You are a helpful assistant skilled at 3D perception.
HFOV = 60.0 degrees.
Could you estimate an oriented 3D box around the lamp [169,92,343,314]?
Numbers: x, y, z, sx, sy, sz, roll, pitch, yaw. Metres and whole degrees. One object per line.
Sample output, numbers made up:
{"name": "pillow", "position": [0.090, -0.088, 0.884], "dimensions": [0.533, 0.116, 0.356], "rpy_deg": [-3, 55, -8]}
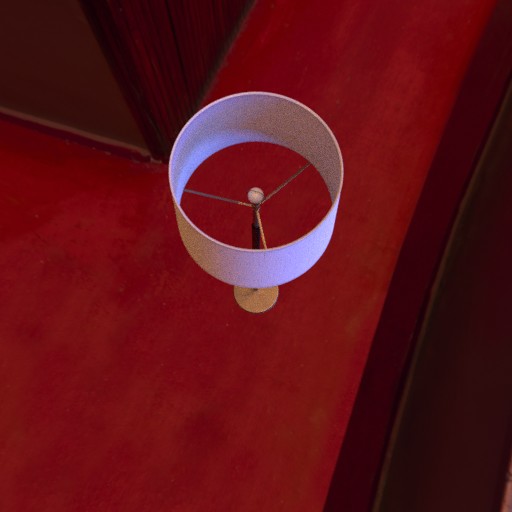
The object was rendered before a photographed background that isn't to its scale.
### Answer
{"name": "lamp", "position": [0.000, 0.000, 1.635], "dimensions": [0.420, 1.447, 0.420], "rpy_deg": [0, 75, 0]}
